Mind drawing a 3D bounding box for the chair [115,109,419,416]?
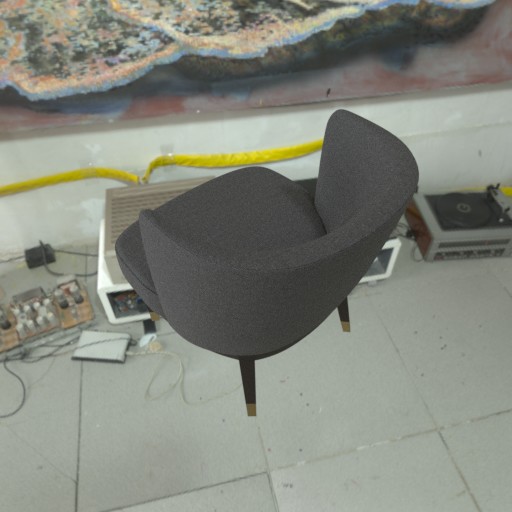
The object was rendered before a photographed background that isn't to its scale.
[{"bbox_3d":[0.000,0.000,1.274,0.639,0.695,0.698,-34,55,-28],"label":"chair"}]
